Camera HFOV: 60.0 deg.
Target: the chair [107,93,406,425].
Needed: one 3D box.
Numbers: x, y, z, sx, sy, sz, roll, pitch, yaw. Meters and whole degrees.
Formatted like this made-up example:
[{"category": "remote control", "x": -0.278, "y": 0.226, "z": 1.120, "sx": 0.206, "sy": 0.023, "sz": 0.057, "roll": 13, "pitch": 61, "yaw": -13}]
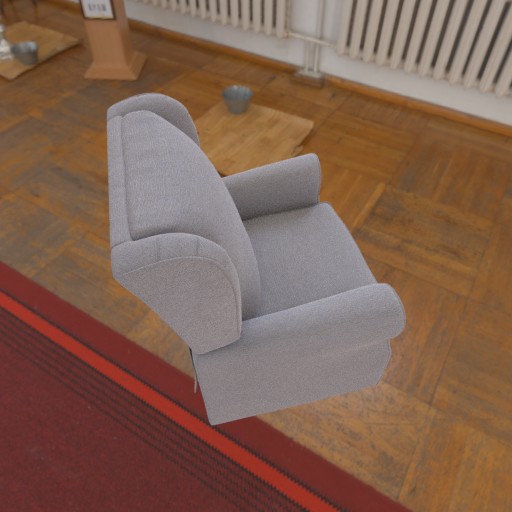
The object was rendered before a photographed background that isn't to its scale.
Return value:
[{"category": "chair", "x": 0.000, "y": 0.000, "z": 1.633, "sx": 0.854, "sy": 0.966, "sz": 0.906, "roll": -10, "pitch": 48, "yaw": -9}]
